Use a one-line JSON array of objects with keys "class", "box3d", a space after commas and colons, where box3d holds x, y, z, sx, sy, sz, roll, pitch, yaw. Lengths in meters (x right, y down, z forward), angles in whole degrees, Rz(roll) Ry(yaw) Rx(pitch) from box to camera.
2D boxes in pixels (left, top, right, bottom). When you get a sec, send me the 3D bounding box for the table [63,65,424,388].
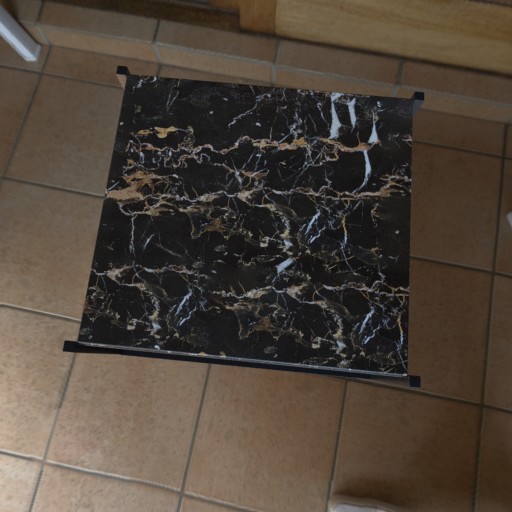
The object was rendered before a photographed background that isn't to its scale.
[{"class": "table", "box3d": [0.000, 0.000, 0.884, 0.469, 0.534, 0.432, 5, 77, 1]}]
